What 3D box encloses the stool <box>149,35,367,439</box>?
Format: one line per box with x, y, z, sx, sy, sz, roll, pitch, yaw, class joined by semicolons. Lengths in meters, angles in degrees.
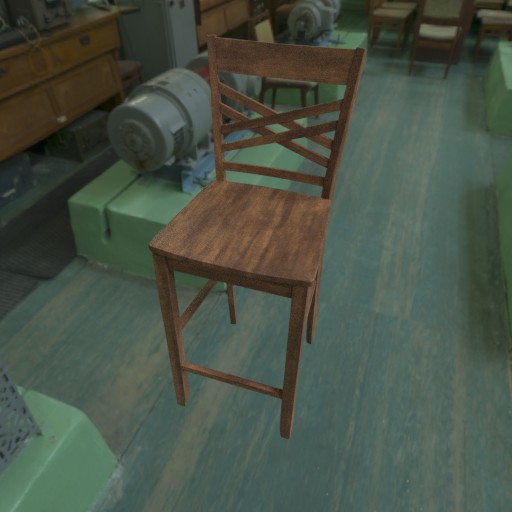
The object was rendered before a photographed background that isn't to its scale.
0.000;0.000;1.340;0.433;1.105;0.487;12;41;14;stool
